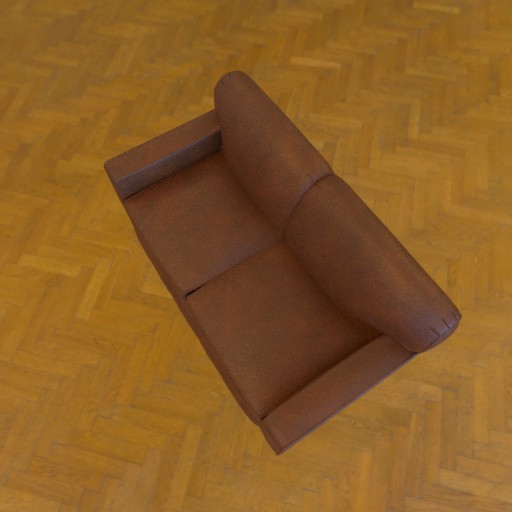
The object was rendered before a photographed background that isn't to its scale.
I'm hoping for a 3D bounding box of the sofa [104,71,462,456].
[{"bbox_3d":[0.000,0.000,2.478,1.000,0.966,1.856,-30,68,-14],"label":"sofa"}]
